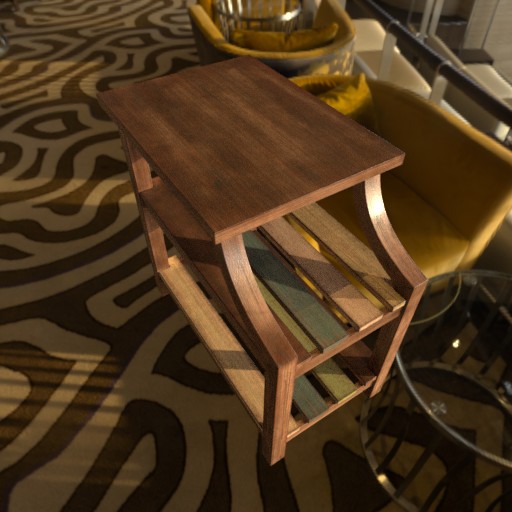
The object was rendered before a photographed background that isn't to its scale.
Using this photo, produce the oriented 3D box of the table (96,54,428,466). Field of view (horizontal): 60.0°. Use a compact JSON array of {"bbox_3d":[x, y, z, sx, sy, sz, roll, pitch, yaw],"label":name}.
[{"bbox_3d":[0.000,0.000,0.966,0.356,0.584,0.609,-25,51,-22],"label":"table"}]
